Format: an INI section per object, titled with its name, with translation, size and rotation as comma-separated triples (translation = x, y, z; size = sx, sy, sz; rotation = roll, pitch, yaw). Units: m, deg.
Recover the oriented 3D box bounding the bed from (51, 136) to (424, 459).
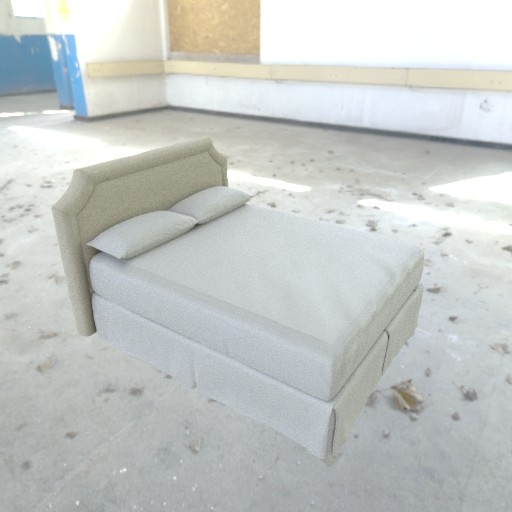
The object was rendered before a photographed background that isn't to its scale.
[bed]
translation = 0.000, 0.000, 3.304
size = 2.164, 1.297, 1.828
rotation = 17, 31, 31
